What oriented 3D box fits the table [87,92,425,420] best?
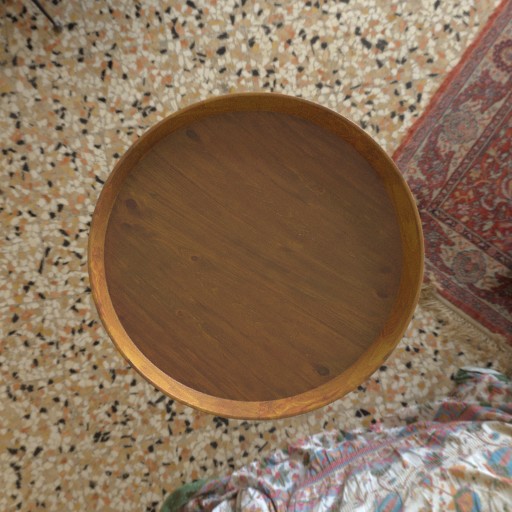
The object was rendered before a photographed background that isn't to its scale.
[{"bbox_3d":[0.000,0.000,1.570,1.016,0.470,1.016,0,91,0],"label":"table"}]
